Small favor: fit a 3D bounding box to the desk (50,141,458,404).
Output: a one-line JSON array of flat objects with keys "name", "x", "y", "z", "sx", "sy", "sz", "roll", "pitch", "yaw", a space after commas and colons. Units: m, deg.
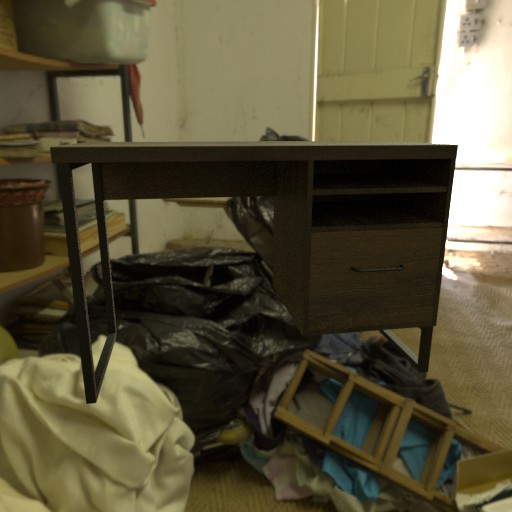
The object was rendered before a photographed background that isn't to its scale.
[{"name": "desk", "x": 0.000, "y": 0.000, "z": 1.526, "sx": 1.134, "sy": 0.752, "sz": 0.511, "roll": -3, "pitch": 16, "yaw": -9}]
